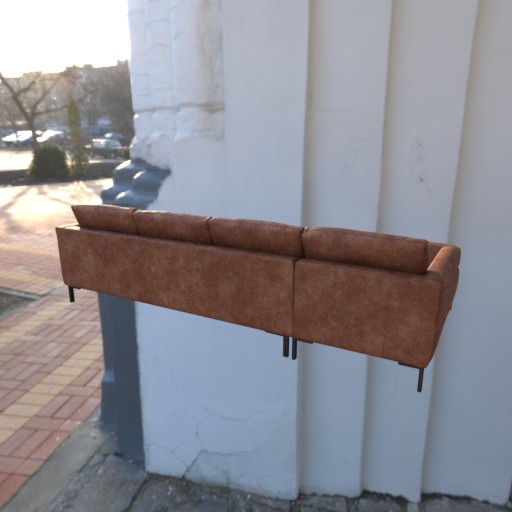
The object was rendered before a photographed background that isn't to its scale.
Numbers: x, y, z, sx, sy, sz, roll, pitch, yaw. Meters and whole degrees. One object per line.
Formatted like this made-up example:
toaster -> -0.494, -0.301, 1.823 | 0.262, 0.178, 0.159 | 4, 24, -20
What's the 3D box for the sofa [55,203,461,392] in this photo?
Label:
sofa -> 0.000, 0.000, 3.628 | 2.993, 0.859, 1.471 | 8, 17, 28
